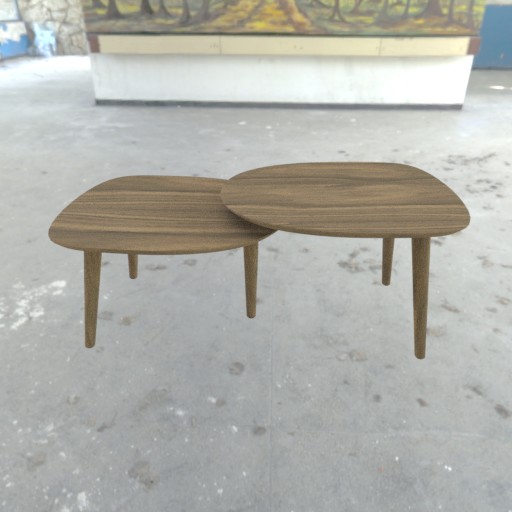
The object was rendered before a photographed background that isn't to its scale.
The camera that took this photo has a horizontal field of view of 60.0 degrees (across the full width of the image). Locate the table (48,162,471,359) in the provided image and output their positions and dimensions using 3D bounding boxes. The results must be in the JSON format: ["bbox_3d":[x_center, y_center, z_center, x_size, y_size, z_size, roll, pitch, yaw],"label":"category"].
[{"bbox_3d":[0.000,0.000,1.336,1.084,0.429,0.527,2,30,3],"label":"table"}]
